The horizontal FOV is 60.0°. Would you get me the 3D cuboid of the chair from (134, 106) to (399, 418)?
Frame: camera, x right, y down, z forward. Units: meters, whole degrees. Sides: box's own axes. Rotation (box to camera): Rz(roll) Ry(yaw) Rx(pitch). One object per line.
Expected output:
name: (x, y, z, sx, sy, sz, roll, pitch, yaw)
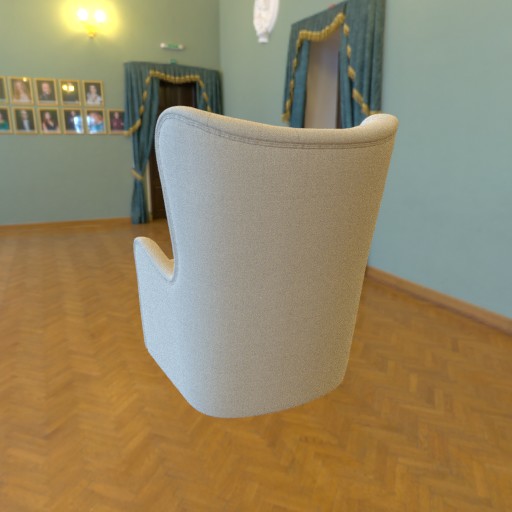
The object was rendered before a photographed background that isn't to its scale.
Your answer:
chair: (0.000, 0.000, 1.775, 0.831, 1.079, 0.929, -7, 16, -26)
